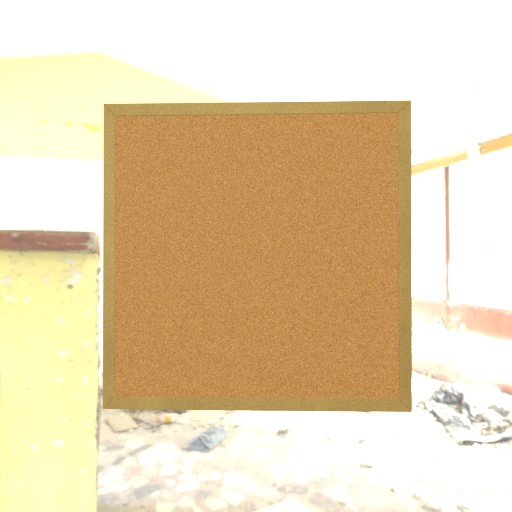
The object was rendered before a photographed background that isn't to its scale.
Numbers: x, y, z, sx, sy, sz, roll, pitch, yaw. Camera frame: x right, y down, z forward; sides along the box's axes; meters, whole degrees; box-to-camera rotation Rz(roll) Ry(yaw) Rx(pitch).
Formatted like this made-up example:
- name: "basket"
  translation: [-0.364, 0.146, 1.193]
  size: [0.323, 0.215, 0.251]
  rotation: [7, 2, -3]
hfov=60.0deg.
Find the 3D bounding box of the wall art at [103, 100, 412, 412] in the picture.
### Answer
- name: "wall art"
  translation: [0.000, 0.000, 0.747]
  size: [0.508, 0.508, 0.038]
  rotation: [0, 0, 2]
